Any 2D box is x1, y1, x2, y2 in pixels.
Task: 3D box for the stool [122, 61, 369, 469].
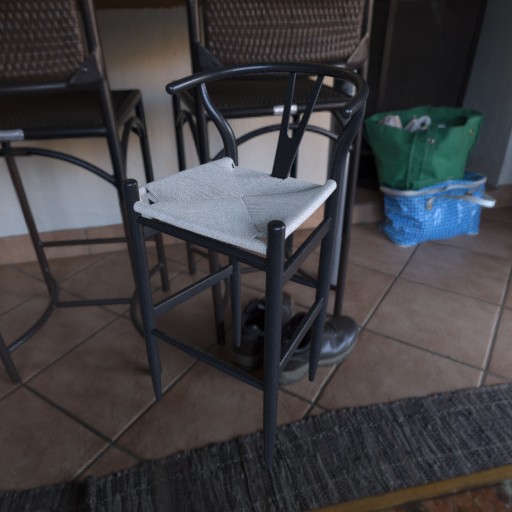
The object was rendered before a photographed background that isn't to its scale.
[{"bbox_3d":[0.000,0.000,1.395,0.569,1.072,0.579,19,35,29],"label":"stool"}]
